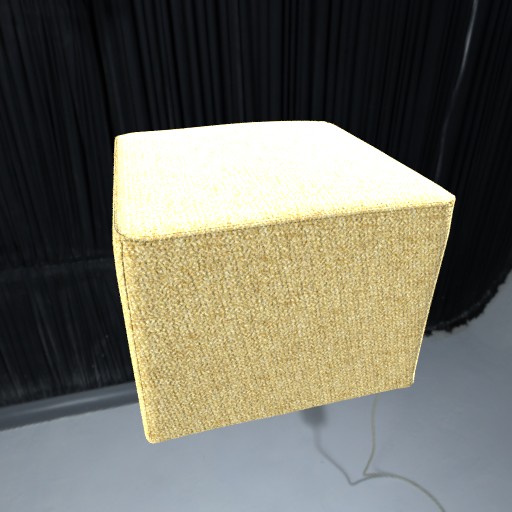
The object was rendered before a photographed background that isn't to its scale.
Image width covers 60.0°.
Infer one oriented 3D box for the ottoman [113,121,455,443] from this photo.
[{"bbox_3d":[0.000,0.000,0.898,0.505,0.441,0.512,-8,31,-13],"label":"ottoman"}]
